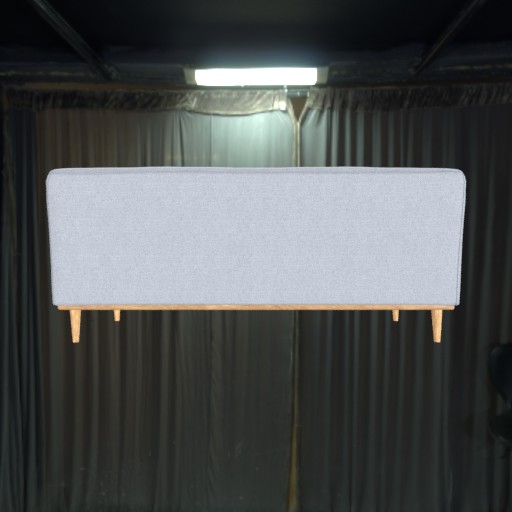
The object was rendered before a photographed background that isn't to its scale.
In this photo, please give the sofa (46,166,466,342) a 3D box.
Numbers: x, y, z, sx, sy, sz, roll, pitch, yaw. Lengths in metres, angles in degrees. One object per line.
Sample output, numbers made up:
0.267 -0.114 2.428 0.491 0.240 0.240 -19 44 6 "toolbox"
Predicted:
0.000 0.000 2.573 2.057 0.871 0.978 0 1 0 "sofa"
